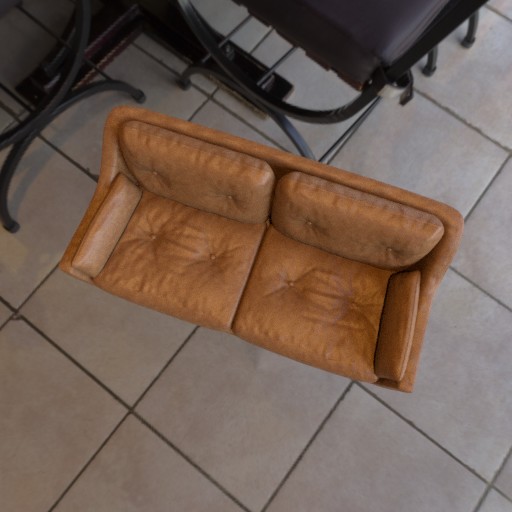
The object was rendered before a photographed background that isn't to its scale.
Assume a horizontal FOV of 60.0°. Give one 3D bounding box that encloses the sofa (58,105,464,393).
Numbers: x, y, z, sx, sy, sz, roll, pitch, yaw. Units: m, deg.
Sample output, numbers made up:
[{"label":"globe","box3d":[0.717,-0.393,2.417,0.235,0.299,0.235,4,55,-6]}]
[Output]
[{"label":"sofa","box3d":[0.000,0.000,2.405,1.902,0.839,0.904,19,76,5]}]
